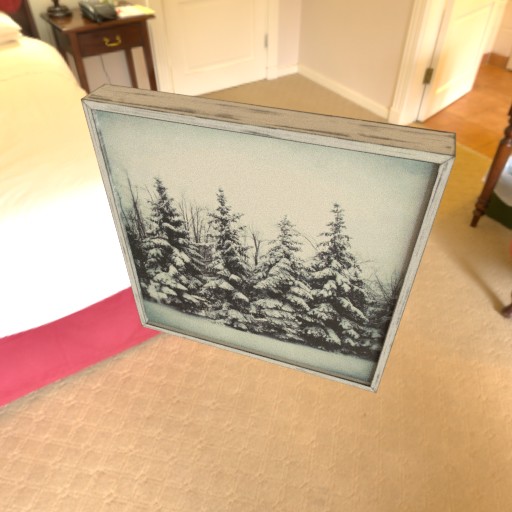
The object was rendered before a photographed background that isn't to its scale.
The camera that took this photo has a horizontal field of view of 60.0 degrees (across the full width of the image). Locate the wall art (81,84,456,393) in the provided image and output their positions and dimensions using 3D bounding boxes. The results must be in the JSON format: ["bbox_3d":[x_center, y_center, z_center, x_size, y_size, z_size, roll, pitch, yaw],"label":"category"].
[{"bbox_3d":[0.000,0.000,0.456,0.303,0.303,0.036,13,43,14],"label":"wall art"}]
